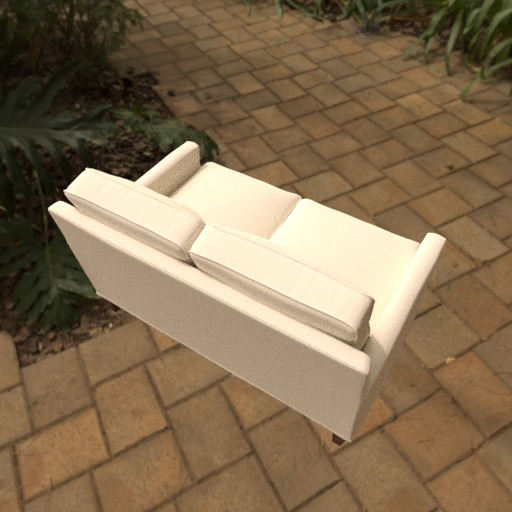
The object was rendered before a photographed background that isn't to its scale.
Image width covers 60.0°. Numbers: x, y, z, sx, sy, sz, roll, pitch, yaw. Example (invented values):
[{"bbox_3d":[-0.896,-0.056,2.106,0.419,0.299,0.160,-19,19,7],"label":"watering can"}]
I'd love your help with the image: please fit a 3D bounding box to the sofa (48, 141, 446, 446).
[{"bbox_3d":[0.000,0.000,2.228,1.597,1.003,1.084,25,52,21],"label":"sofa"}]
